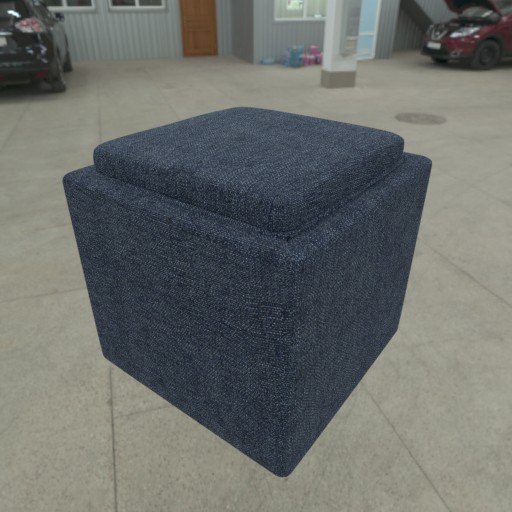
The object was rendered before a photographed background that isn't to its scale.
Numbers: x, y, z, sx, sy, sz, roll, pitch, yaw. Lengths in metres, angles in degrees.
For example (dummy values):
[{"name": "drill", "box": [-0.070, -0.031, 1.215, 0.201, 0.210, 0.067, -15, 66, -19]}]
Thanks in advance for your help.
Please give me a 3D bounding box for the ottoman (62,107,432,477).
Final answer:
[{"name": "ottoman", "box": [0.000, 0.000, 0.823, 0.450, 0.460, 0.450, 21, 36, 31]}]
